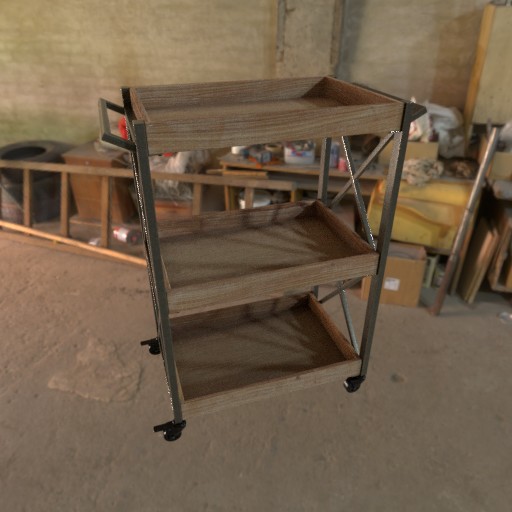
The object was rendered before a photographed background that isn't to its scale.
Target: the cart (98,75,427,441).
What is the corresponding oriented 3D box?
[{"bbox_3d":[0.000,0.000,1.193,0.673,0.835,0.377,-10,32,-15],"label":"cart"}]
